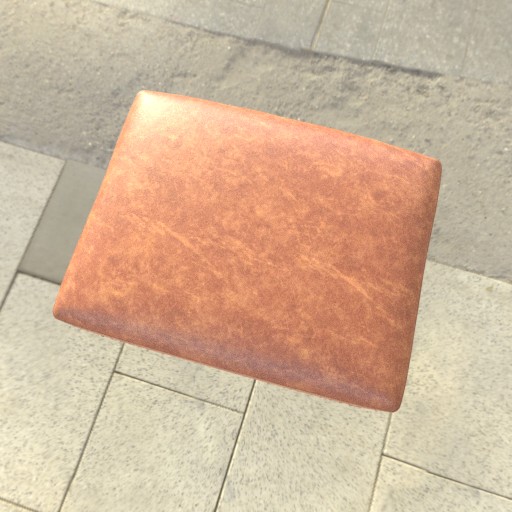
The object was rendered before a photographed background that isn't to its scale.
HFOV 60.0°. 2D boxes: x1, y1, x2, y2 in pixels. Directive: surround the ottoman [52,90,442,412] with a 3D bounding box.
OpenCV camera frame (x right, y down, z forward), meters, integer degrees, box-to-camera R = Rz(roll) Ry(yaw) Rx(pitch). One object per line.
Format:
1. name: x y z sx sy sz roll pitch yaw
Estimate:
1. ottoman: 0.000 0.000 1.125 0.742 0.486 0.586 15 75 4
